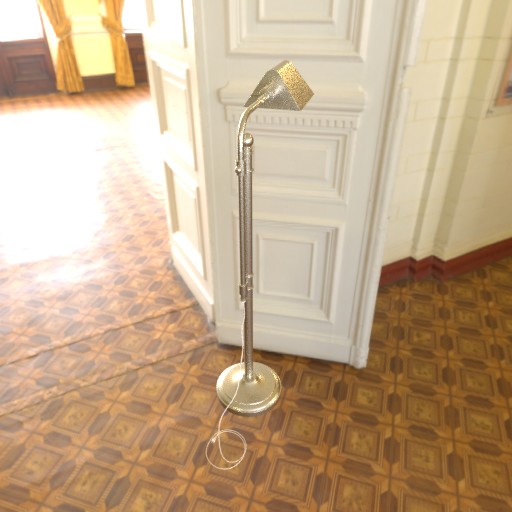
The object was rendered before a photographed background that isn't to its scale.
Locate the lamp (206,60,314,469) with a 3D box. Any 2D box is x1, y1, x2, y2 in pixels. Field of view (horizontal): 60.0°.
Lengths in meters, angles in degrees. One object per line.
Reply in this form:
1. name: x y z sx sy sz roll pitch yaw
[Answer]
1. lamp: 0.000 0.000 0.947 0.159 0.708 0.546 9 34 14
